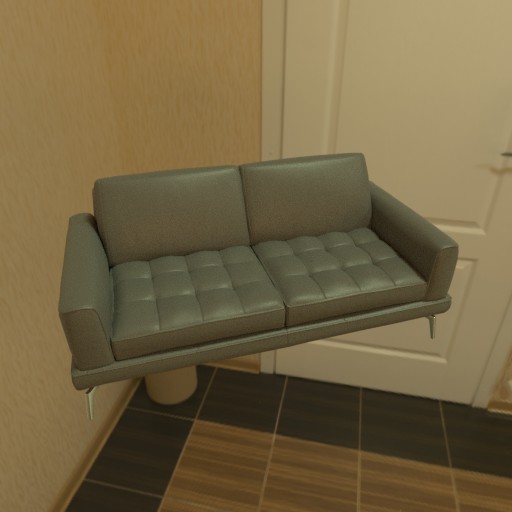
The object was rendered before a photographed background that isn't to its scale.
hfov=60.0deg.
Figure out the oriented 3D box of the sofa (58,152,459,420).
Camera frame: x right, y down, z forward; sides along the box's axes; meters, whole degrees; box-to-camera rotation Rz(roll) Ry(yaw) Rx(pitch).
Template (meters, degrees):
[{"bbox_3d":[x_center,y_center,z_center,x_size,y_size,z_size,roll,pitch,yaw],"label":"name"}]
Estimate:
[{"bbox_3d":[0.000,0.000,2.706,2.177,0.930,1.121,-9,32,-14],"label":"sofa"}]
